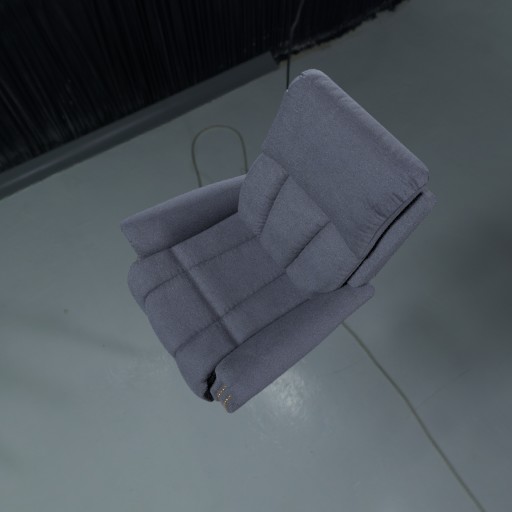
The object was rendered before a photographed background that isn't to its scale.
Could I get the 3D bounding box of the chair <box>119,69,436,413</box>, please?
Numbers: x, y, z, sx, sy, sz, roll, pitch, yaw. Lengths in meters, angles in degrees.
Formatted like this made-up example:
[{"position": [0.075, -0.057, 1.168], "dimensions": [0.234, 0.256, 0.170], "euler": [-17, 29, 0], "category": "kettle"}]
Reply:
[{"position": [0.000, 0.000, 1.768], "dimensions": [0.979, 1.031, 0.871], "euler": [-33, 68, -15], "category": "chair"}]
